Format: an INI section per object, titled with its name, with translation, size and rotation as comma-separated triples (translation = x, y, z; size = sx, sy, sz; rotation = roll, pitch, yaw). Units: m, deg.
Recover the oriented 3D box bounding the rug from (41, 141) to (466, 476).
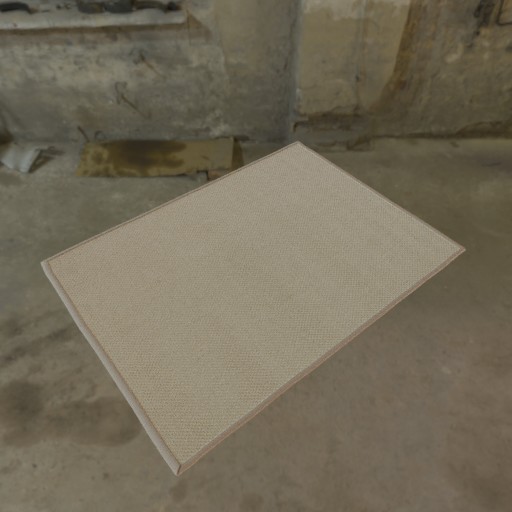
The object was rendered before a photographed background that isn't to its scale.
[rug]
translation = 0.000, 0.000, 2.659
size = 2.081, 0.020, 1.525
rotation = -30, 54, -25
